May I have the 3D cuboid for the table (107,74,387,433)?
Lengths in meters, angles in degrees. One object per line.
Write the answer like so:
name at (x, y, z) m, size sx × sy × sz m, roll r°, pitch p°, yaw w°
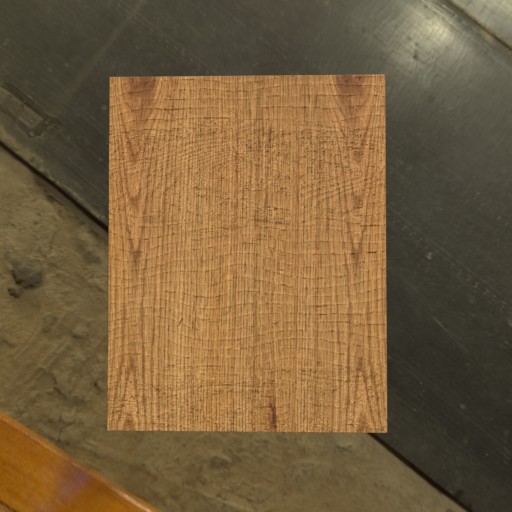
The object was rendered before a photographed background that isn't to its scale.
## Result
table at (0.000, 0.000, 1.056) m, size 0.494 × 0.625 × 0.601 m, roll 0°, pitch 89°, yaw 1°
